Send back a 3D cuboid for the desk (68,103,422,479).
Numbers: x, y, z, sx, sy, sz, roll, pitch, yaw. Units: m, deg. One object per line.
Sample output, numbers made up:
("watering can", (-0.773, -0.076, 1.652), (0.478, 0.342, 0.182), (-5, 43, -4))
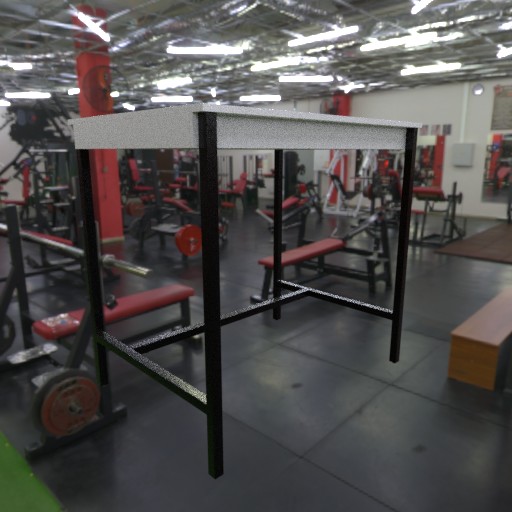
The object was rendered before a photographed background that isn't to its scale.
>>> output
("desk", (0.000, 0.000, 1.318), (0.811, 0.766, 0.573), (-13, 18, -43))
